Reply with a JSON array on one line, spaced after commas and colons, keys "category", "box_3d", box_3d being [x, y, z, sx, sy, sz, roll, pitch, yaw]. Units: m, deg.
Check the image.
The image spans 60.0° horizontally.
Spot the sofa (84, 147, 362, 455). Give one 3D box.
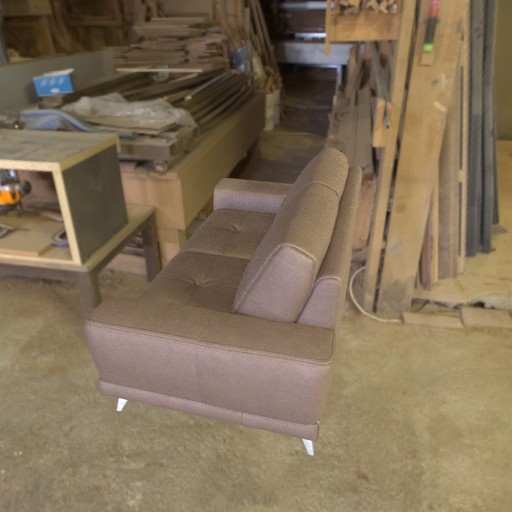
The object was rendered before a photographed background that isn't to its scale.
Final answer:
[{"category": "sofa", "box_3d": [0.000, 0.000, 2.440, 1.018, 0.907, 1.806, 7, 30, 13]}]
